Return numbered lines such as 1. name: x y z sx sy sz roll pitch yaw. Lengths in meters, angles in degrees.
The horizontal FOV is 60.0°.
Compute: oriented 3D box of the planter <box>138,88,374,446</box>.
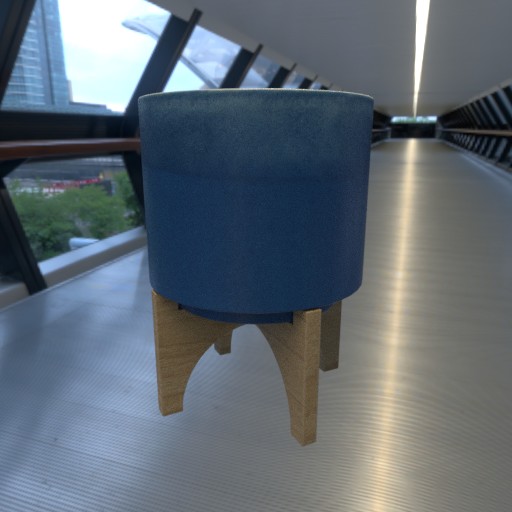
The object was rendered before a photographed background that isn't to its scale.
1. planter: 0.000 0.000 0.553 0.261 0.367 0.261 0 15 0
